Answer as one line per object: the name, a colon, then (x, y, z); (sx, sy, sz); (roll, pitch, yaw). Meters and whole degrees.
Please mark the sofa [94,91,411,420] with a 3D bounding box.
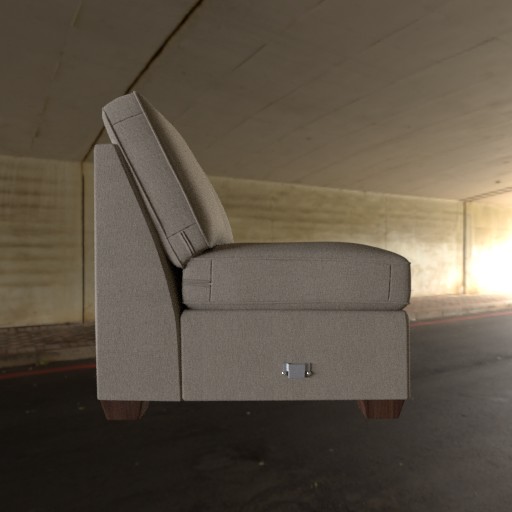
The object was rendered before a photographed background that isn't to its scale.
sofa: (0.000, 0.000, 1.936); (0.978, 1.006, 1.232); (0, 0, 0)
